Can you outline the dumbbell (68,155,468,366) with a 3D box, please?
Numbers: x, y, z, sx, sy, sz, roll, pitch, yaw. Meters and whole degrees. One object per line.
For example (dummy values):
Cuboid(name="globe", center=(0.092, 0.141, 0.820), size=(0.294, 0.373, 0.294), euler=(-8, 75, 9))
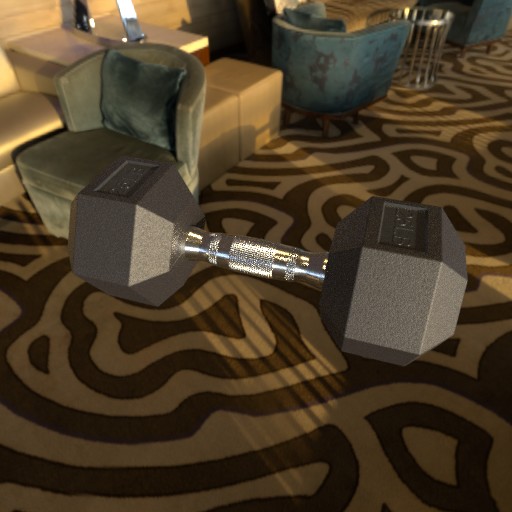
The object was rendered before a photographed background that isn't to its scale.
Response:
Cuboid(name="dumbbell", center=(0.000, 0.000, 0.374), size=(0.315, 0.113, 0.129), euler=(11, 42, 13))
